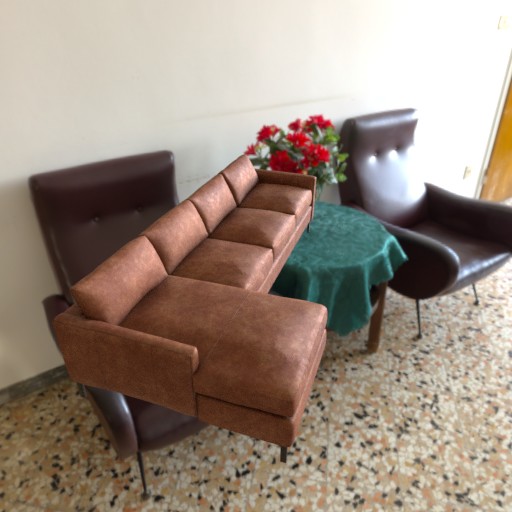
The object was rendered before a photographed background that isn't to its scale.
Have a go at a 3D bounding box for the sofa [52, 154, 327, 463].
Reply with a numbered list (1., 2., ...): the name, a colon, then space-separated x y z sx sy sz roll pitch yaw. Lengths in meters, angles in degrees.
1. sofa: 0.000 0.000 3.676 1.471 0.859 2.993 10 31 17
